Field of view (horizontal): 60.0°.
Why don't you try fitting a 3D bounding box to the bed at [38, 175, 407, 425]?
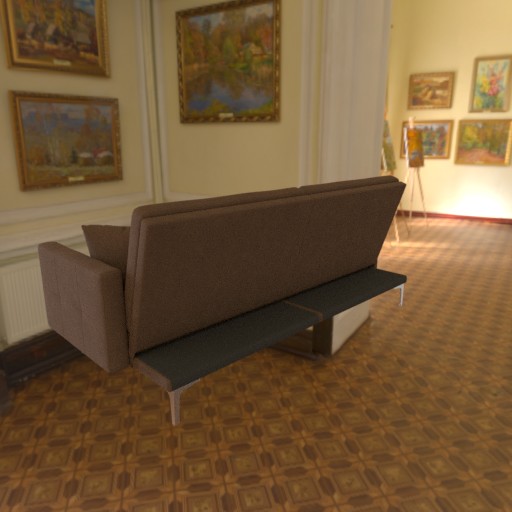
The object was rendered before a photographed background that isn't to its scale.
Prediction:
[{"bbox_3d":[0.000,0.000,2.369,1.905,0.787,0.889,-15,21,-43],"label":"bed"}]
